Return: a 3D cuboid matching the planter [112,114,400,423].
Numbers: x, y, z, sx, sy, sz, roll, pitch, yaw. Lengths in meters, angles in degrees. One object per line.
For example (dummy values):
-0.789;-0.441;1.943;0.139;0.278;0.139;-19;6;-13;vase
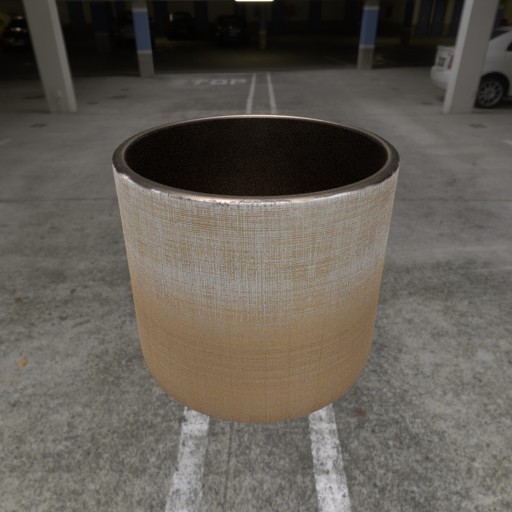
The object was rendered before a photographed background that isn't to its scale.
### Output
0.000;0.000;0.396;0.221;0.201;0.221;0;31;0;planter
